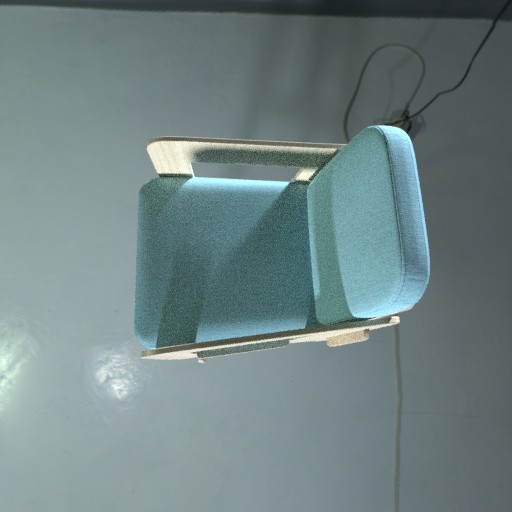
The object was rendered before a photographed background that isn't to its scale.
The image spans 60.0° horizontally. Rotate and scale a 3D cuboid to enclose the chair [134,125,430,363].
[{"bbox_3d":[0.000,0.000,1.308,0.710,0.800,0.590,-2,75,-1],"label":"chair"}]
